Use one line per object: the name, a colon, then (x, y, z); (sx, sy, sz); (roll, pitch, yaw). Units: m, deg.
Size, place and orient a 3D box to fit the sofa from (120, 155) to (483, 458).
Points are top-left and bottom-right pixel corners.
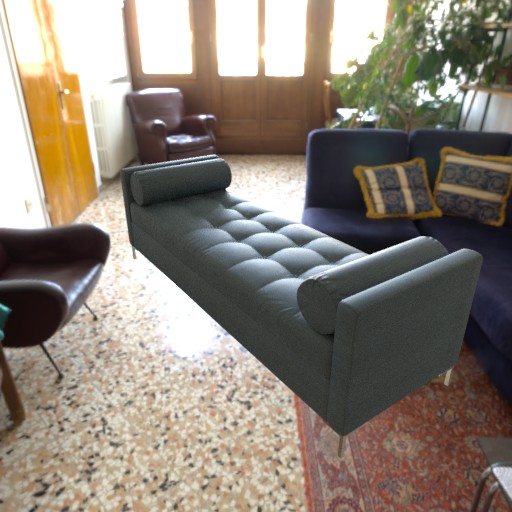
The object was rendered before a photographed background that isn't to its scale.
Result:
sofa: (0.000, 0.000, 2.321); (0.686, 0.635, 1.981); (-17, 31, -31)
